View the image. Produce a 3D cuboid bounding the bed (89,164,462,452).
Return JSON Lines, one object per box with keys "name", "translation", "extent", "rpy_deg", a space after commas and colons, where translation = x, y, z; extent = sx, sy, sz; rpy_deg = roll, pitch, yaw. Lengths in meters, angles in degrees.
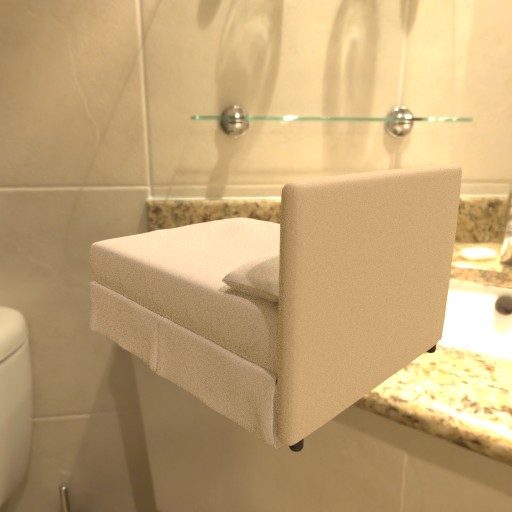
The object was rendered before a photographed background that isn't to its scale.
{"name": "bed", "translation": [0.000, 0.000, 3.193], "extent": [1.714, 1.330, 2.147], "rpy_deg": [-14, 21, -42]}
